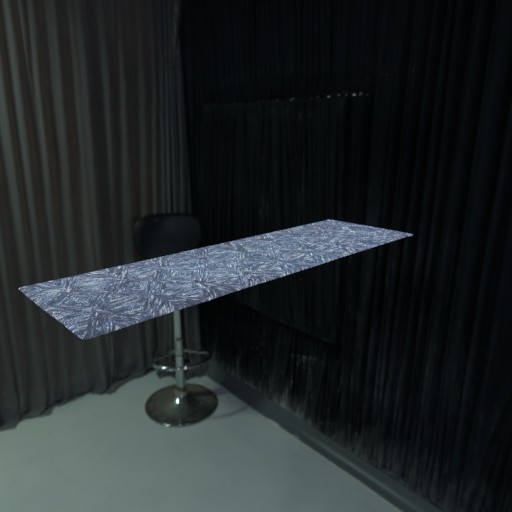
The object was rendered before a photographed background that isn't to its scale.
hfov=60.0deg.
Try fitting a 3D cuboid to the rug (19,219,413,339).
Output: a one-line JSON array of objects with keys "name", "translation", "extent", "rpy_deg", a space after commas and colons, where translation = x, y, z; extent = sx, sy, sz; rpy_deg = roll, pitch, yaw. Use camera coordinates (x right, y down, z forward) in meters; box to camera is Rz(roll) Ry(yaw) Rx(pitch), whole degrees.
[{"name": "rug", "translation": [0.000, 0.000, 2.519], "extent": [2.306, 0.013, 0.719], "rpy_deg": [-15, 22, -42]}]
